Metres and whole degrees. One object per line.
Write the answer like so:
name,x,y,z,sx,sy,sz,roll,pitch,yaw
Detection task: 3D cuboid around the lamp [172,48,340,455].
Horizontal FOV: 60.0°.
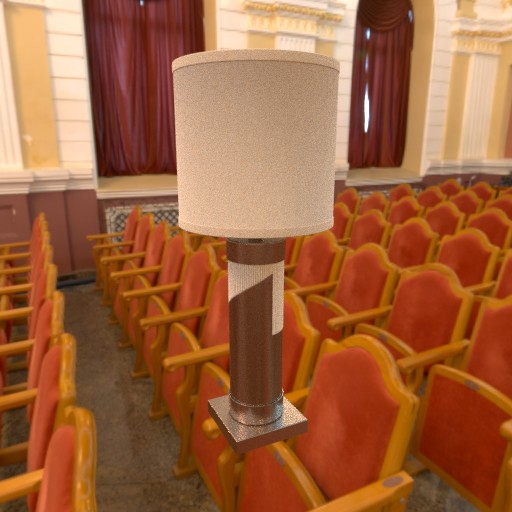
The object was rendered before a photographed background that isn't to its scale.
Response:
lamp,0.000,0.000,0.599,0.202,0.509,0.202,-7,16,-25
